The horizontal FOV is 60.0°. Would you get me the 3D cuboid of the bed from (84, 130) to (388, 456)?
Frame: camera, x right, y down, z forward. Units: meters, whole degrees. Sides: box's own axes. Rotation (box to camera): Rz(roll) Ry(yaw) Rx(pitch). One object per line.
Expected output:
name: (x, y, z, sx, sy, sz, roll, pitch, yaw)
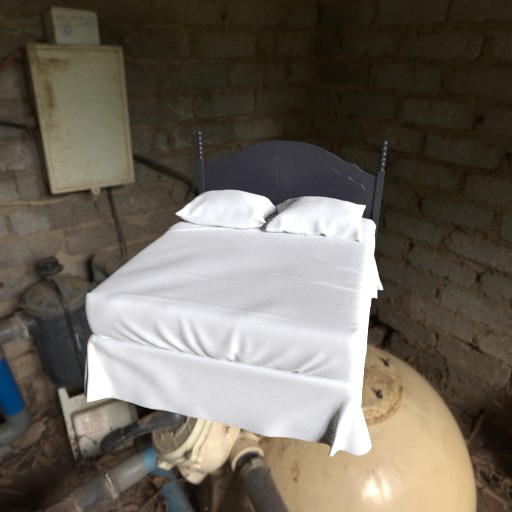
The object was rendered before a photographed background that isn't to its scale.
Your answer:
bed: (0.000, 0.000, 3.171, 1.873, 1.356, 2.040, 7, 26, 14)
